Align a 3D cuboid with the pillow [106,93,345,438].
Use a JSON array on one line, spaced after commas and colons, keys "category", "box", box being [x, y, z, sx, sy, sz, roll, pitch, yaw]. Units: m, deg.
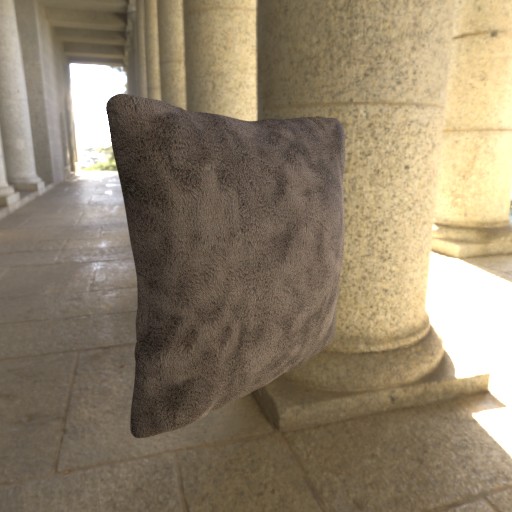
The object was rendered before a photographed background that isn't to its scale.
[{"category": "pillow", "box": [0.000, 0.000, 0.801, 0.204, 0.520, 0.522, 13, 19, 42]}]
